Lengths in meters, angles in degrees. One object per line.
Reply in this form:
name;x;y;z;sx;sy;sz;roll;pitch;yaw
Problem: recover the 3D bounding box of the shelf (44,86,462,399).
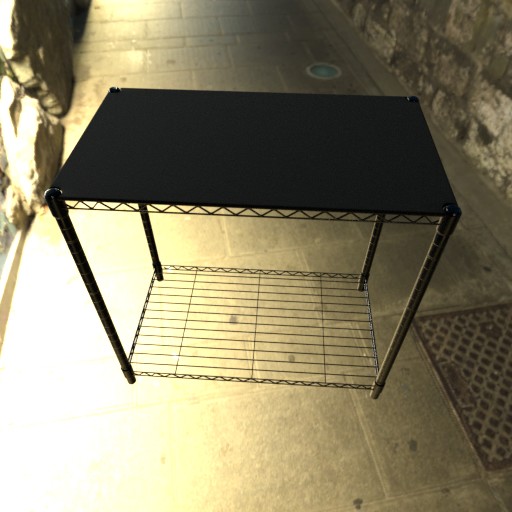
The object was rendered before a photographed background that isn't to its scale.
shelf;0.000;0.000;0.933;0.589;0.564;0.338;3;47;3
